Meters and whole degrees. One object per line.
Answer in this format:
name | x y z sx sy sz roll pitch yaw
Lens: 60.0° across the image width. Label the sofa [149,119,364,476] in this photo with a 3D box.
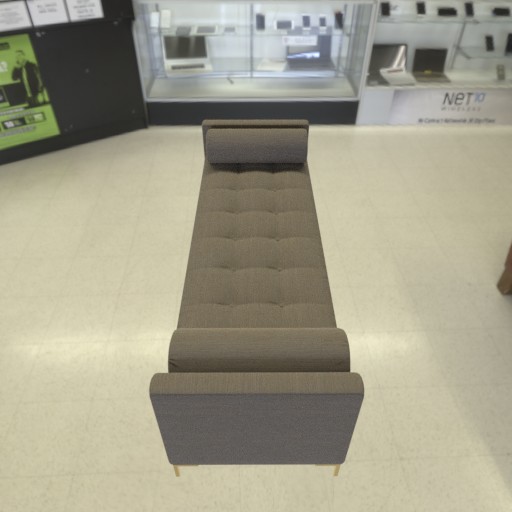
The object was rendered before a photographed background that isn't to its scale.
sofa | 0.000 0.000 2.316 0.686 0.635 1.981 0 42 0
